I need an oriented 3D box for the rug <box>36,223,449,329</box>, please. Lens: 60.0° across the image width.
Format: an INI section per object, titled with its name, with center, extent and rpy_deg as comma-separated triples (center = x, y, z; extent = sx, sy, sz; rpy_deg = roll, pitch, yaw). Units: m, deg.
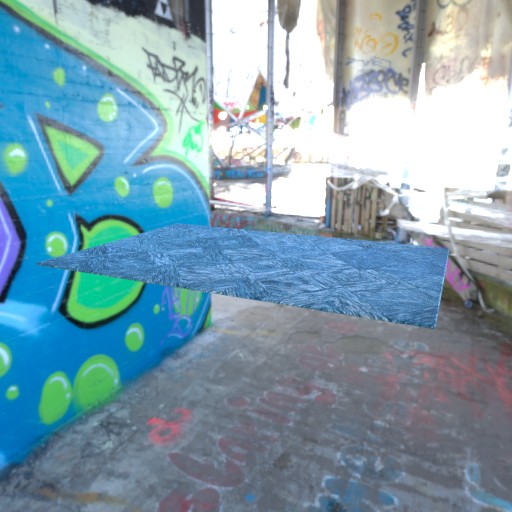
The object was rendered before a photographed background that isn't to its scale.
[rug]
center = 0.000, 0.000, 2.896
extent = 2.277, 0.015, 1.490
rpy_deg = 7, 16, 24
